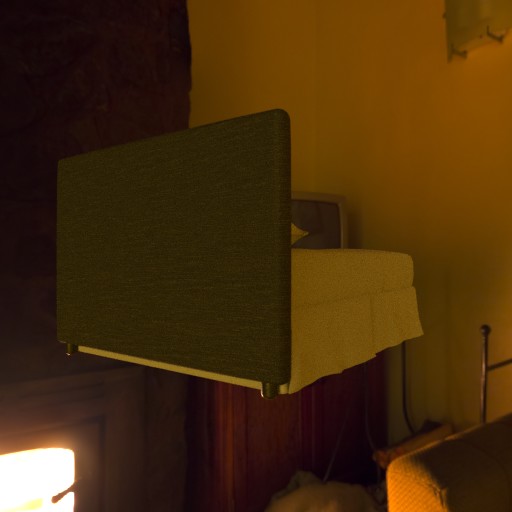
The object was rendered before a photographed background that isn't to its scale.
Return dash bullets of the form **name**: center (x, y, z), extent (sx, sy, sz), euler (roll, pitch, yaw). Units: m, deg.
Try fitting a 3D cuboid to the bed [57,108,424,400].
- **bed**: center (0.000, 0.000, 3.326), extent (1.884, 1.330, 2.142), euler (0, 0, 36)
